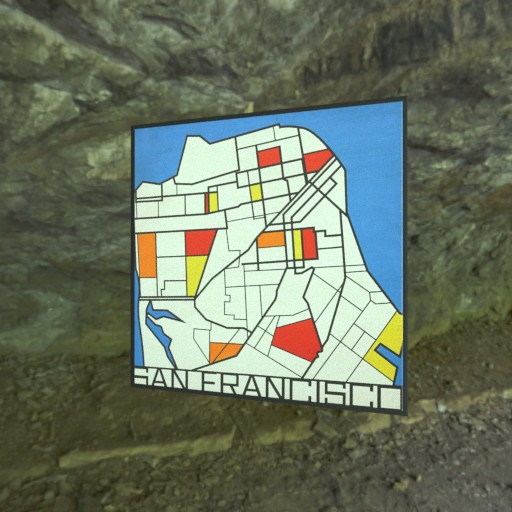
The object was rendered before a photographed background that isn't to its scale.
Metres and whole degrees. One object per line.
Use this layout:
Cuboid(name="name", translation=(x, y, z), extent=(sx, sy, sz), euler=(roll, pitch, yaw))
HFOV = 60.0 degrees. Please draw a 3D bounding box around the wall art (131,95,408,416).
Cuboid(name="wall art", translation=(0.000, 0.000, 0.708), extent=(0.458, 0.457, 0.013), euler=(0, 0, 18))
